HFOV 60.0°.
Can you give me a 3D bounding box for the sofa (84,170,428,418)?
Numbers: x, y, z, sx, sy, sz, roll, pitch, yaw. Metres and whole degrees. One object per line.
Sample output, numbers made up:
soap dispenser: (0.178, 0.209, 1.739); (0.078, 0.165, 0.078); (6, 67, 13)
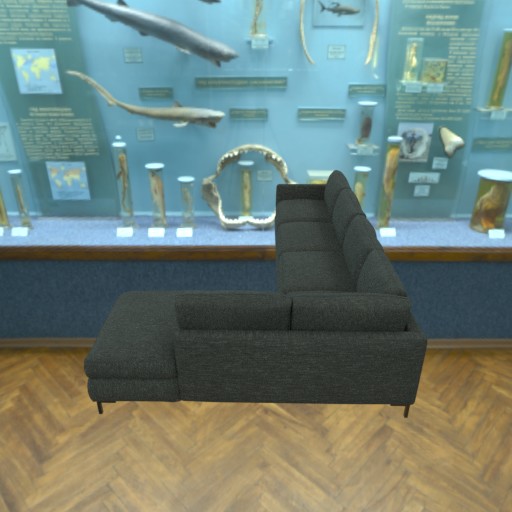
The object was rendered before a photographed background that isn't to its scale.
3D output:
sofa: (0.000, 0.000, 3.882); (2.007, 0.815, 2.949); (1, 27, 1)
